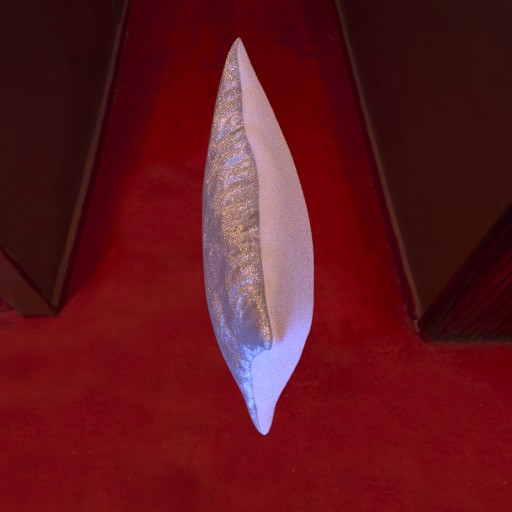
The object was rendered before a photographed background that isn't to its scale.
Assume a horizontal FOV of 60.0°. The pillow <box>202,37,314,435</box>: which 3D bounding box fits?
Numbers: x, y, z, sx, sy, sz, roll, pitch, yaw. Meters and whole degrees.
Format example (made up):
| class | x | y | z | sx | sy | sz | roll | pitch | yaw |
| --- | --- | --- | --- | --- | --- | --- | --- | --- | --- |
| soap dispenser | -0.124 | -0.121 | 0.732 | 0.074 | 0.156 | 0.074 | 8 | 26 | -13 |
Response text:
| class | x | y | z | sx | sy | sz | roll | pitch | yaw |
| --- | --- | --- | --- | --- | --- | --- | --- | --- | --- |
| pillow | 0.000 | 0.000 | 0.718 | 0.175 | 0.464 | 0.470 | -3 | 59 | -2 |
